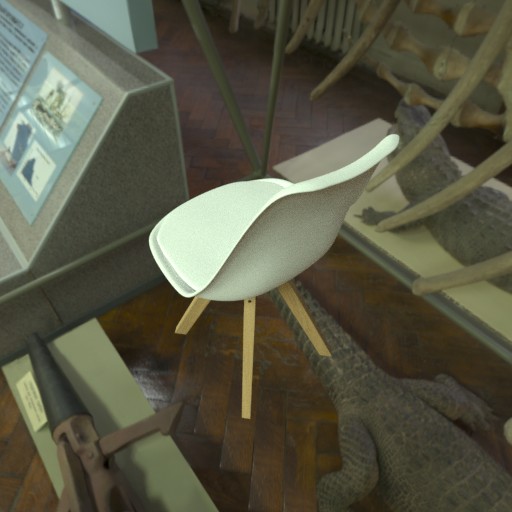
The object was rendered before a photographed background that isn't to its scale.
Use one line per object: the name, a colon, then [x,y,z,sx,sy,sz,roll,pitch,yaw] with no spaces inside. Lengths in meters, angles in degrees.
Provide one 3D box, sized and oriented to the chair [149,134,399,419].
chair: [0.000,0.000,1.159,0.485,0.849,0.550,-30,53,-26]
